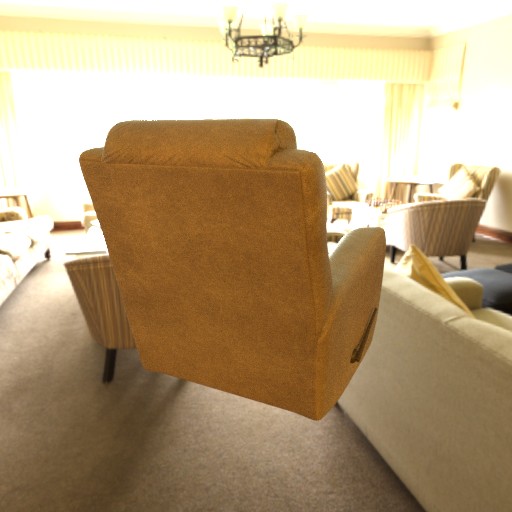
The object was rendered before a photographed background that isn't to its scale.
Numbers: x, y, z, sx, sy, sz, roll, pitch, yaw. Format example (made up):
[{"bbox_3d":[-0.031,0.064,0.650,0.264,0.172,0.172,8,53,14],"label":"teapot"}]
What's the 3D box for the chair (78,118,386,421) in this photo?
[{"bbox_3d":[0.000,0.000,1.915,0.967,1.116,1.068,8,18,26],"label":"chair"}]
